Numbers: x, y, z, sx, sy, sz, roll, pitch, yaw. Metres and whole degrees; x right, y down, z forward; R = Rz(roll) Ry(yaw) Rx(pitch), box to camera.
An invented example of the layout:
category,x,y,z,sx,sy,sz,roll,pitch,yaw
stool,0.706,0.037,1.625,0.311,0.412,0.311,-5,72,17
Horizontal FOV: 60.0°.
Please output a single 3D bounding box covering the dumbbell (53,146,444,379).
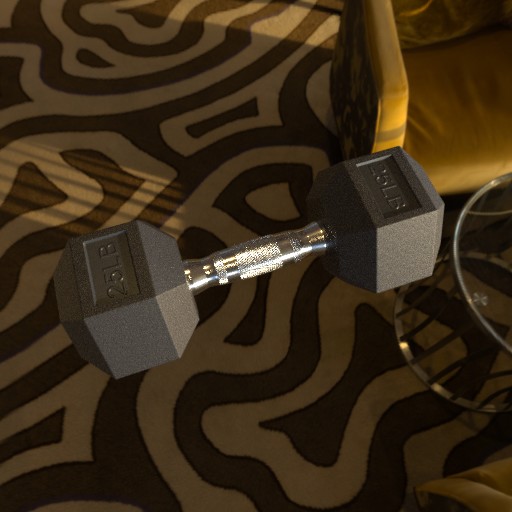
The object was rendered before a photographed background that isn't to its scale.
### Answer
category,x,y,z,sx,sy,sz,roll,pitch,yaw
dumbbell,0.000,0.000,0.383,0.315,0.113,0.129,-17,66,-8
